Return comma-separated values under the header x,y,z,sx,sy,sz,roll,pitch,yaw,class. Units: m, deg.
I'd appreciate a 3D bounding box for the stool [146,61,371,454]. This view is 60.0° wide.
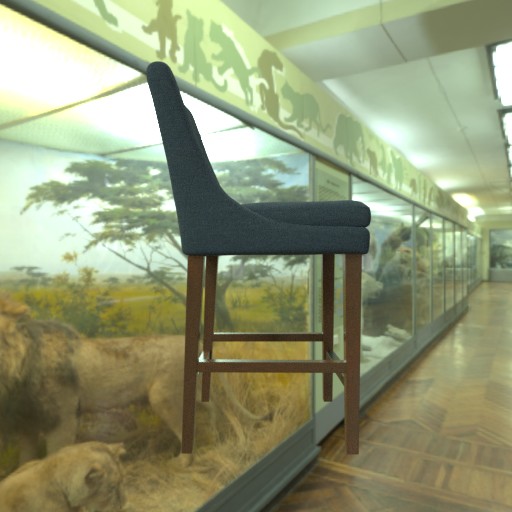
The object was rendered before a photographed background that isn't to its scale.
x,y,z,sx,sy,sz,roll,pitch,yaw,class
0.000,0.000,1.305,0.577,0.981,0.470,0,0,0,stool
